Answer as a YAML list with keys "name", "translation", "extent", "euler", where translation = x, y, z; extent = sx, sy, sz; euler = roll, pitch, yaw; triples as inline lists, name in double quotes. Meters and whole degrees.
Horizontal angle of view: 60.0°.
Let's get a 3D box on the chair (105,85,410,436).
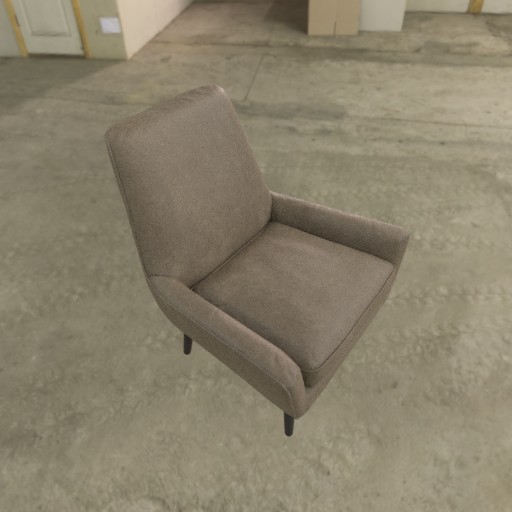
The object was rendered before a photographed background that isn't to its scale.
- name: "chair"
  translation: [0.000, 0.000, 1.517]
  extent: [0.824, 0.888, 0.787]
  euler: [26, 47, 27]
